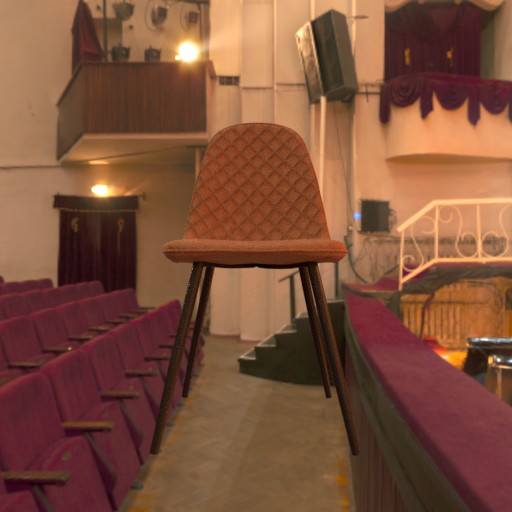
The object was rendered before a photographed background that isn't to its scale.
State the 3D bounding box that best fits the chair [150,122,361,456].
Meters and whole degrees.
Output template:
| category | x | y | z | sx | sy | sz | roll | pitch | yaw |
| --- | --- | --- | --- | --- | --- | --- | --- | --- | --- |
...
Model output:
| category | x | y | z | sx | sy | sz | roll | pitch | yaw |
| --- | --- | --- | --- | --- | --- | --- | --- | --- | --- |
| chair | 0.000 | 0.000 | 1.209 | 0.472 | 0.889 | 0.561 | 0 | 0 | 1 |
